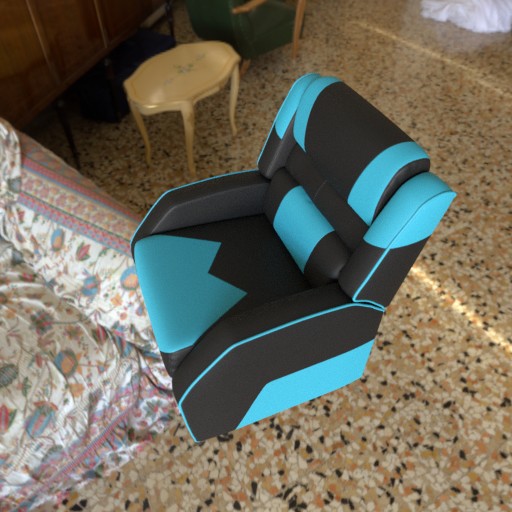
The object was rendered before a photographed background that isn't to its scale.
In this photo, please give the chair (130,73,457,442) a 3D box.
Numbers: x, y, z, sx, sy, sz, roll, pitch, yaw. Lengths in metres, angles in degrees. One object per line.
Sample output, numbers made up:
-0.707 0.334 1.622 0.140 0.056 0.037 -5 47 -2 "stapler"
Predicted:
0.000 0.000 1.288 0.672 0.805 0.620 -17 49 -15 "chair"
